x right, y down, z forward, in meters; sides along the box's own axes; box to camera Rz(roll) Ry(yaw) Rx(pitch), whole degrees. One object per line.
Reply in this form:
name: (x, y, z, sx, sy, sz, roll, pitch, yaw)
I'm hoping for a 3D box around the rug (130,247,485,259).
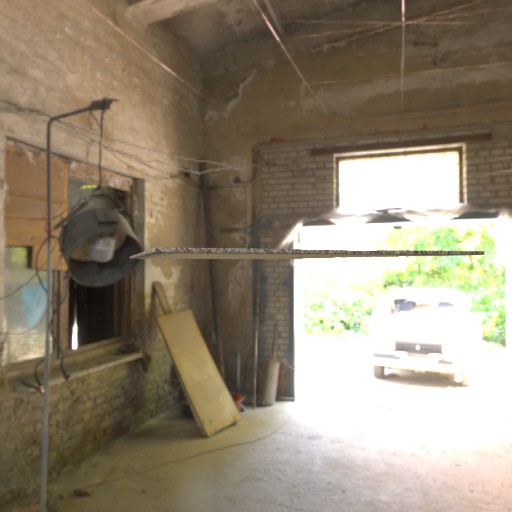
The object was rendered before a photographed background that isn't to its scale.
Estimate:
rug: (0.000, 0.000, 2.929, 1.523, 0.019, 2.285, 0, -1, -18)
